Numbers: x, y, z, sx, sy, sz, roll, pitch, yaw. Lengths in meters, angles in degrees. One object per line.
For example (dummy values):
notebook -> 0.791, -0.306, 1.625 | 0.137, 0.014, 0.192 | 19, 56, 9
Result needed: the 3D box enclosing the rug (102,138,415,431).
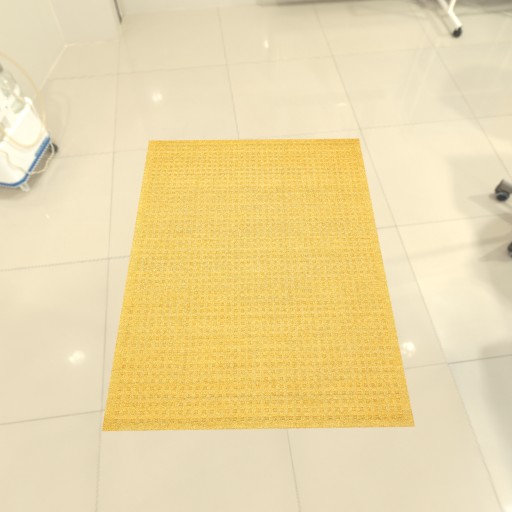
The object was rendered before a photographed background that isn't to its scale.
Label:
rug -> 0.000, 0.000, 4.383 | 2.486, 0.015, 3.242 | -1, 58, 0
